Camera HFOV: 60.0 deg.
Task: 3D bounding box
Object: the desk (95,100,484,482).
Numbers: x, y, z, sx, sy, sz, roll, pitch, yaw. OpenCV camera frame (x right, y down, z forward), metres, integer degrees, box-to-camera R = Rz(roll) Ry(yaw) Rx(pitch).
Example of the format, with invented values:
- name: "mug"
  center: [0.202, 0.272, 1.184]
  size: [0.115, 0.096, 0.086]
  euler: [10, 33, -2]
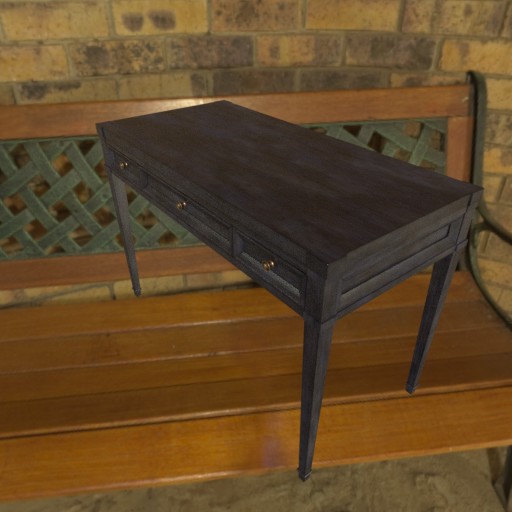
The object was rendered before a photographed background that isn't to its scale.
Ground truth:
- name: "desk"
  center: [0.000, 0.000, 1.747]
  size: [0.630, 0.861, 1.289]
  euler: [-23, 39, -31]
